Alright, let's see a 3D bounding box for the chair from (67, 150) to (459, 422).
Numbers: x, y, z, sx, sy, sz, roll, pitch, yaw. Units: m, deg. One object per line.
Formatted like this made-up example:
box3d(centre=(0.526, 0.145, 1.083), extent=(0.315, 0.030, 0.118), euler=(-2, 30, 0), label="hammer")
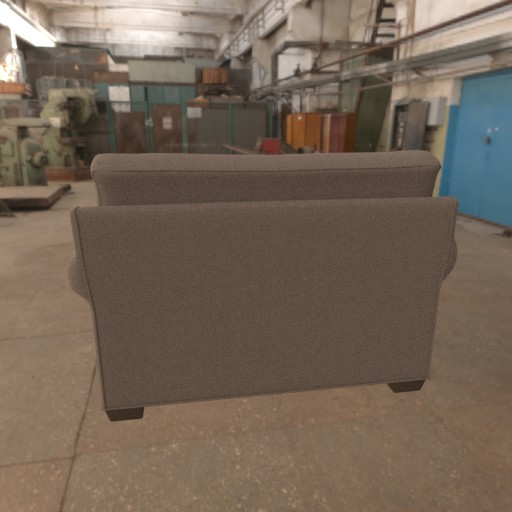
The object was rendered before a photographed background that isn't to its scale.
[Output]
box3d(centre=(0.000, 0.000, 1.953), extent=(1.390, 0.930, 0.930), euler=(-3, 17, -9), label="chair")
